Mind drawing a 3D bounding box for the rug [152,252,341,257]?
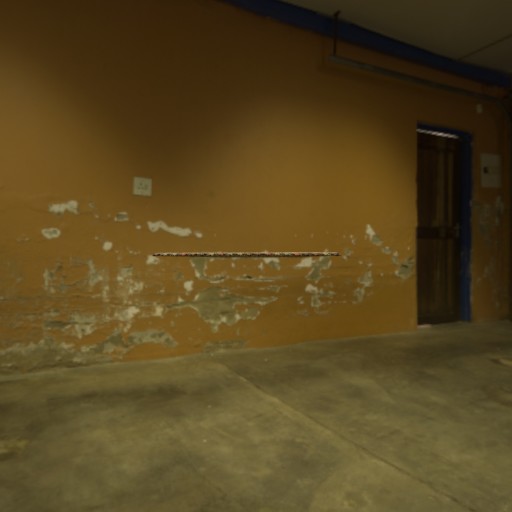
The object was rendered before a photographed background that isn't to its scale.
[{"bbox_3d":[0.000,0.000,2.808,1.324,0.018,2.378,0,0,18],"label":"rug"}]
